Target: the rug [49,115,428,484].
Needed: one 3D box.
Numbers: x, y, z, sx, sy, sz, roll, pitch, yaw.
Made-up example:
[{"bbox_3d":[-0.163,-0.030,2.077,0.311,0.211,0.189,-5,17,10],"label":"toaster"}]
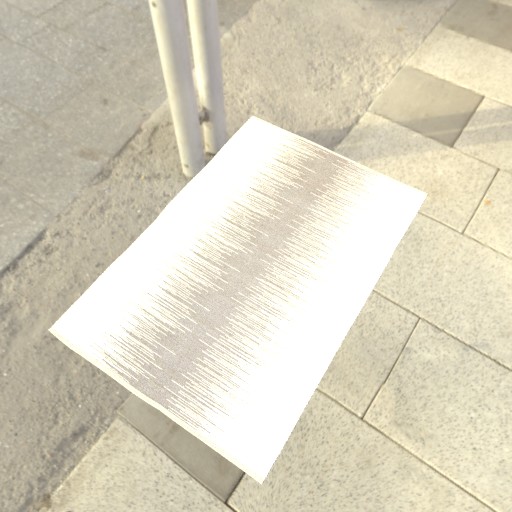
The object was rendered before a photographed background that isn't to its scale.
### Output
[{"bbox_3d":[0.000,0.000,2.364,1.226,0.007,1.815,29,63,17],"label":"rug"}]
